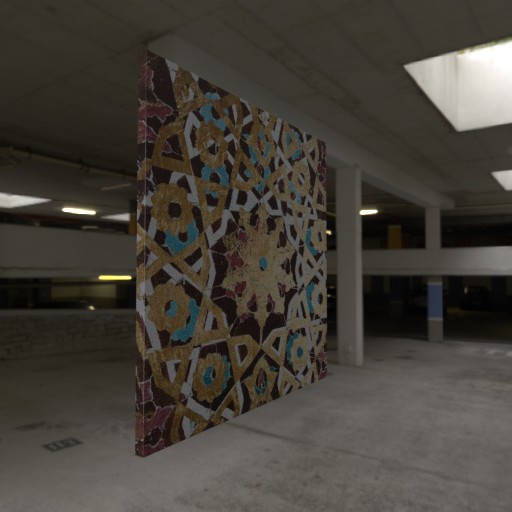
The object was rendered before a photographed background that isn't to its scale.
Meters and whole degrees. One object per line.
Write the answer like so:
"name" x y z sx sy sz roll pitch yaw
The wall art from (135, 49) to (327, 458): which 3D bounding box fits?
"wall art" 0.000 0.000 1.142 0.028 0.762 0.757 -1 -2 35
